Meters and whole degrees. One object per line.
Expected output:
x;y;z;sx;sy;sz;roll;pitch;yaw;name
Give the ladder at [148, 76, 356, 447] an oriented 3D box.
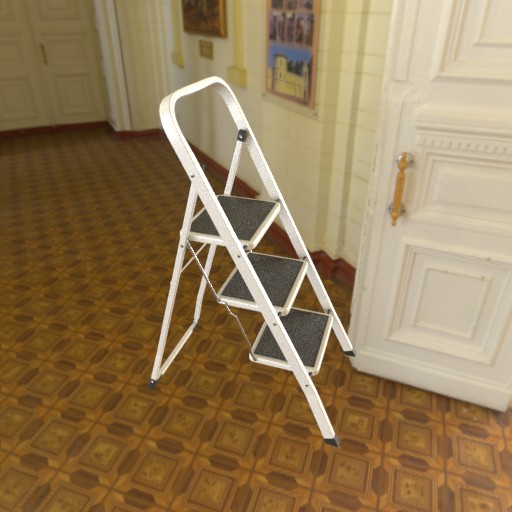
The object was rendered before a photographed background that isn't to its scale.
0.000;0.000;1.445;0.711;1.050;0.460;10;32;16;ladder
